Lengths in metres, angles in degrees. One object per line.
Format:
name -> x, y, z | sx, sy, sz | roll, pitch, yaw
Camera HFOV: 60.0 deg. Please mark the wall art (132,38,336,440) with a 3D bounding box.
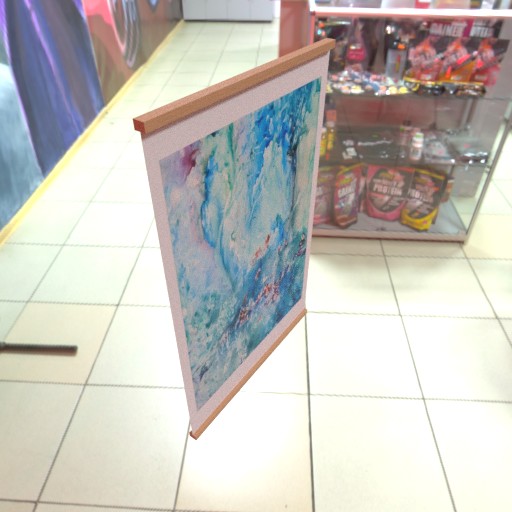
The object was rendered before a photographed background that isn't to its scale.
wall art -> 0.000, 0.000, 1.877 | 0.040, 1.510, 0.991 | 24, 45, 27
